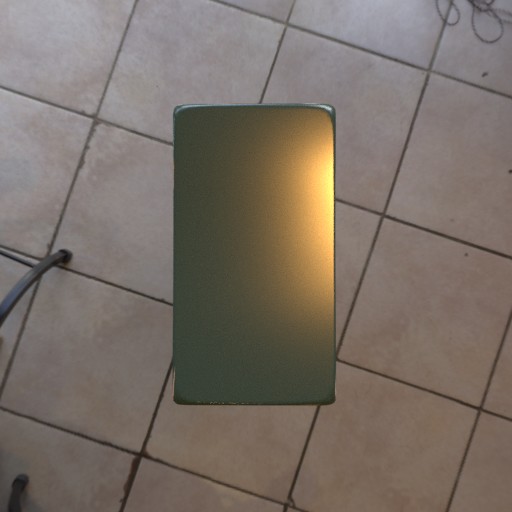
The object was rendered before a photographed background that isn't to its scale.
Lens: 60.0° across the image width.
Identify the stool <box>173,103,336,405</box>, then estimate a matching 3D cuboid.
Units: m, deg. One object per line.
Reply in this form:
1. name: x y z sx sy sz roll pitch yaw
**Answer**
1. stool: 0.000 0.000 1.016 0.476 0.737 0.457 0 90 1
